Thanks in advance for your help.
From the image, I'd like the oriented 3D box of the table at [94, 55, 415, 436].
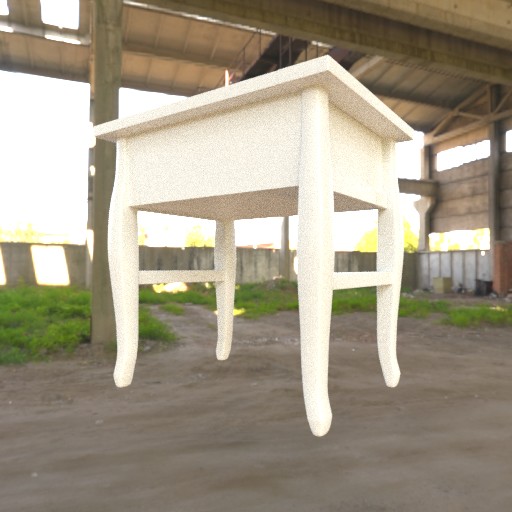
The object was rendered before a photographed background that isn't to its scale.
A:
[{"bbox_3d":[0.000,0.000,1.033,0.599,0.605,0.463,-1,-2,35],"label":"table"}]
